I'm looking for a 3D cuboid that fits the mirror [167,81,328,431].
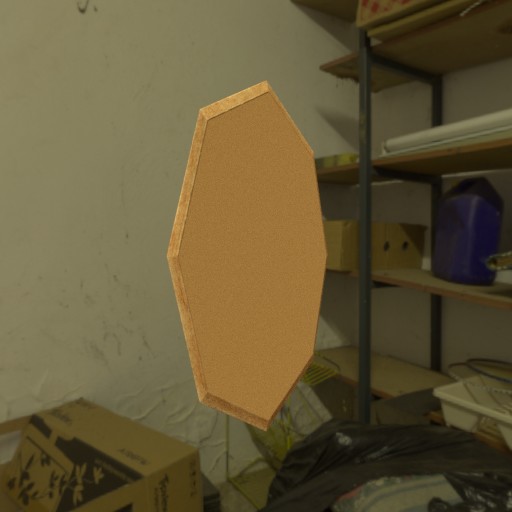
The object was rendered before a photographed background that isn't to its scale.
[{"bbox_3d":[0.000,0.000,0.996,0.070,0.774,0.577,0,0,37],"label":"mirror"}]
